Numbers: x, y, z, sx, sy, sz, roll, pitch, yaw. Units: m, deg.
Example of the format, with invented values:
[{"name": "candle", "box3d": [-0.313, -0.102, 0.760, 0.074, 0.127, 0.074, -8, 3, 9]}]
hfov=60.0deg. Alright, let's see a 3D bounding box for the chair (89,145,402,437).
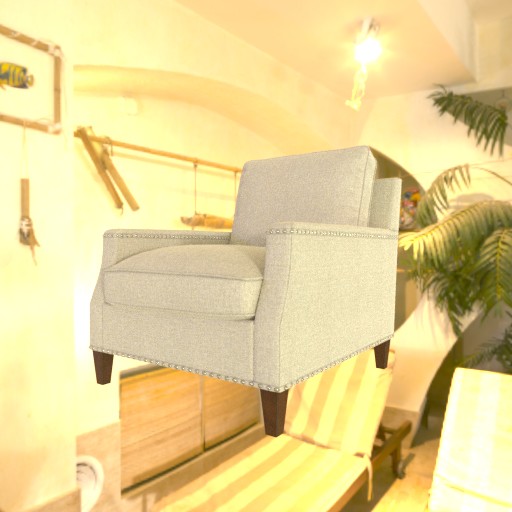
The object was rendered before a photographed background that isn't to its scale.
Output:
[{"name": "chair", "box3d": [0.000, 0.000, 1.774, 0.853, 0.943, 1.014, 1, 1, 36]}]
